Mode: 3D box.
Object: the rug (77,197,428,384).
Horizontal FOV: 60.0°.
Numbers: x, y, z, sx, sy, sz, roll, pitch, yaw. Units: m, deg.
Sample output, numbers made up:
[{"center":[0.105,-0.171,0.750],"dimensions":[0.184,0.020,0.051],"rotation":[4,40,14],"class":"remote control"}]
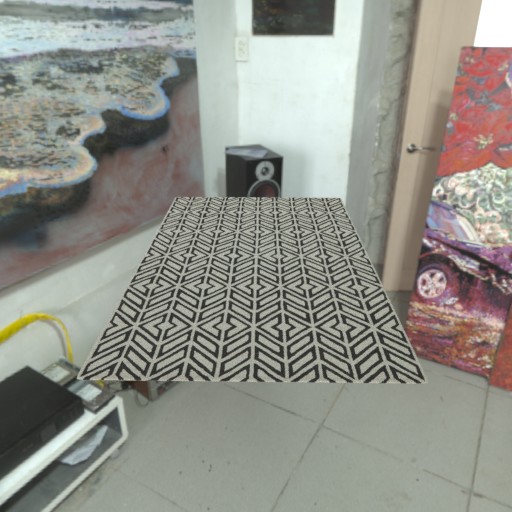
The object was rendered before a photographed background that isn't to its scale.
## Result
[{"center":[0.000,0.000,2.996],"dimensions":[1.523,0.008,2.438],"rotation":[0,26,1],"class":"rug"}]
